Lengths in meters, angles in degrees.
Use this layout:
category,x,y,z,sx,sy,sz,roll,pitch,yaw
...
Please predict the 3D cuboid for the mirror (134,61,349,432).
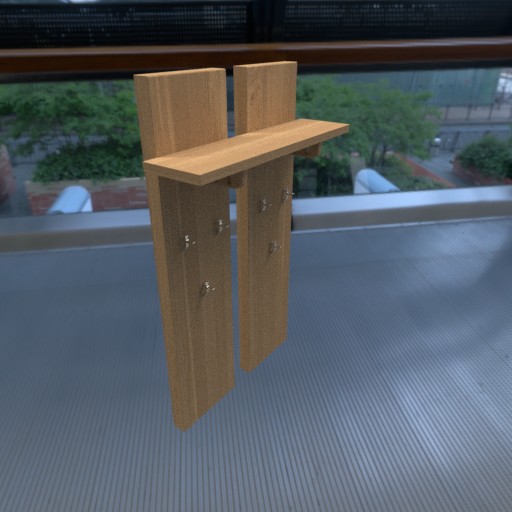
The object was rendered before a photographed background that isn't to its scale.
category,x,y,z,sx,sy,sz,roll,pitch,yaw
mirror,0.000,0.000,1.603,0.260,1.250,0.800,19,32,32
